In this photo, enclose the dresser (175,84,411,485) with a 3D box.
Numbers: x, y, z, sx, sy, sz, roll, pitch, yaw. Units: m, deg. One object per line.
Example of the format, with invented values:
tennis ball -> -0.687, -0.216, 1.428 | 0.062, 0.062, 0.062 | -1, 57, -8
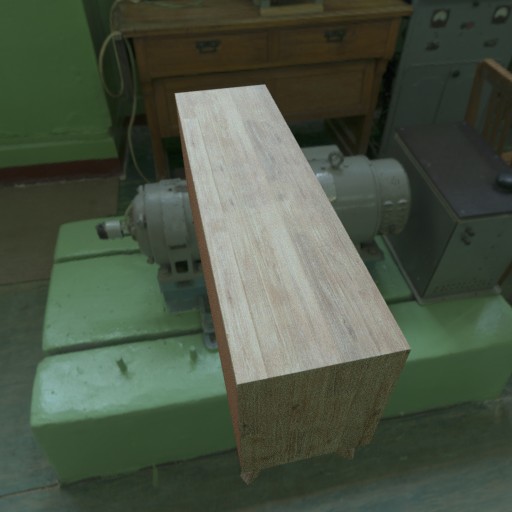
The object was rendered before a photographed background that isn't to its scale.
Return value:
dresser -> 0.000, 0.000, 1.929 | 0.455, 0.788, 1.602 | -9, 46, -9
